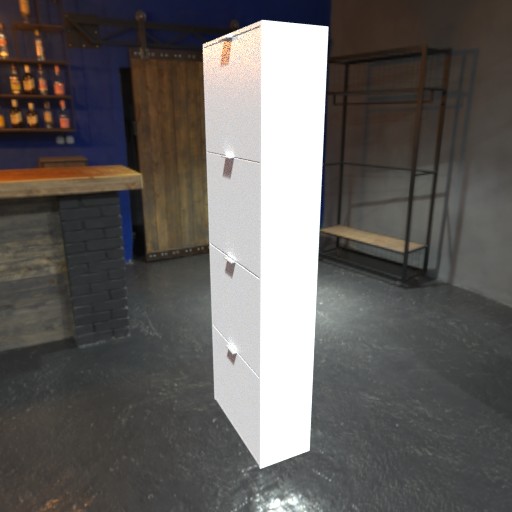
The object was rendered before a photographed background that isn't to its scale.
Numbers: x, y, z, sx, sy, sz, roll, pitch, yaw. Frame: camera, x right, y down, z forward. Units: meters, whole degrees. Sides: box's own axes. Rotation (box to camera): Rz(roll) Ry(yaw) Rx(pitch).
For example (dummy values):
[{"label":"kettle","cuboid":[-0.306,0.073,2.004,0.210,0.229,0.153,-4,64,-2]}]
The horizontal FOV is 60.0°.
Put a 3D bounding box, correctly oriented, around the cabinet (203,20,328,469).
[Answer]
[{"label":"cabinet","cuboid":[0.000,0.000,1.814,0.255,1.630,0.520,-8,19,-25]}]
